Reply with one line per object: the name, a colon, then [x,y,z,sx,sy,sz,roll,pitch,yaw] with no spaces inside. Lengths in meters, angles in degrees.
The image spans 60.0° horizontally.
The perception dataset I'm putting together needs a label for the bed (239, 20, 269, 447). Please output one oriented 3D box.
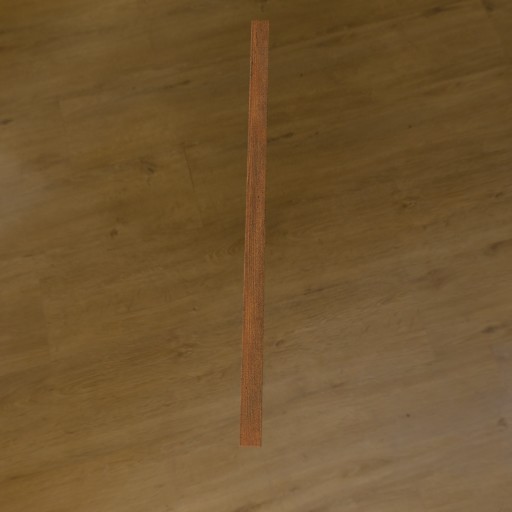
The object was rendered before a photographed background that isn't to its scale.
bed: [0.000,0.000,1.498,0.046,0.942,1.046,1,76,0]
